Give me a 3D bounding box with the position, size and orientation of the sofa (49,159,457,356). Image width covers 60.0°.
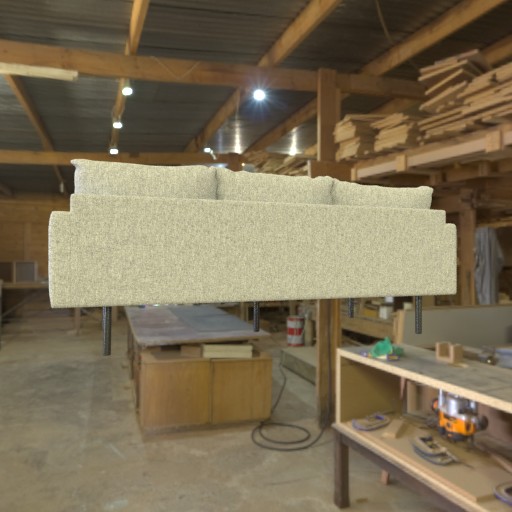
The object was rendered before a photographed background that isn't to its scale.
[{"bbox_3d":[0.000,0.000,2.443,2.000,0.830,0.850,0,0,-19],"label":"sofa"}]
